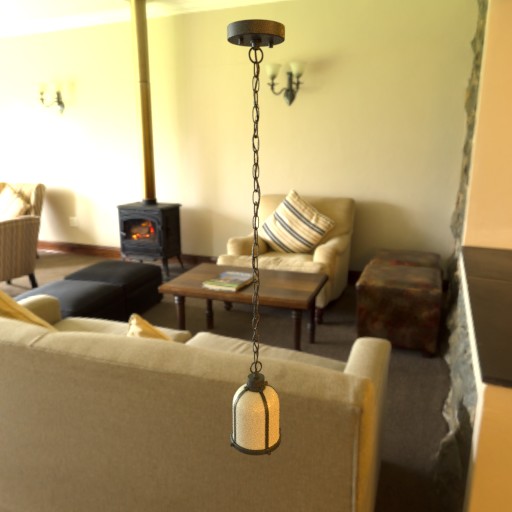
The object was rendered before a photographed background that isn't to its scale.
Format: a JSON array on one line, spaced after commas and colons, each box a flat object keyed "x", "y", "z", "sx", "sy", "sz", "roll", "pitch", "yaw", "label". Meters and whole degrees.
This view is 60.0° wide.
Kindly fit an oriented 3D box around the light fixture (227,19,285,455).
[{"x": 0.000, "y": 0.000, "z": 1.252, "sx": 0.178, "sy": 1.181, "sz": 0.178, "roll": -7, "pitch": 15, "yaw": -26, "label": "light fixture"}]
